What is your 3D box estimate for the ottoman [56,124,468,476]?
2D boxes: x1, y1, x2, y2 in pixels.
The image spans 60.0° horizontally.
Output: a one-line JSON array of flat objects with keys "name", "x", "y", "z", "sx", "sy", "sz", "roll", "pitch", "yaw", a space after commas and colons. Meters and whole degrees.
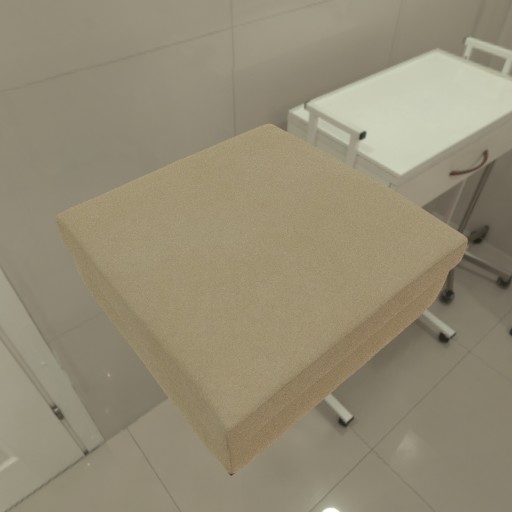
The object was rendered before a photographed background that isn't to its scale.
[{"name": "ottoman", "x": 0.000, "y": 0.000, "z": 1.867, "sx": 1.205, "sy": 0.522, "sz": 1.190, "roll": -31, "pitch": 53, "yaw": -27}]
